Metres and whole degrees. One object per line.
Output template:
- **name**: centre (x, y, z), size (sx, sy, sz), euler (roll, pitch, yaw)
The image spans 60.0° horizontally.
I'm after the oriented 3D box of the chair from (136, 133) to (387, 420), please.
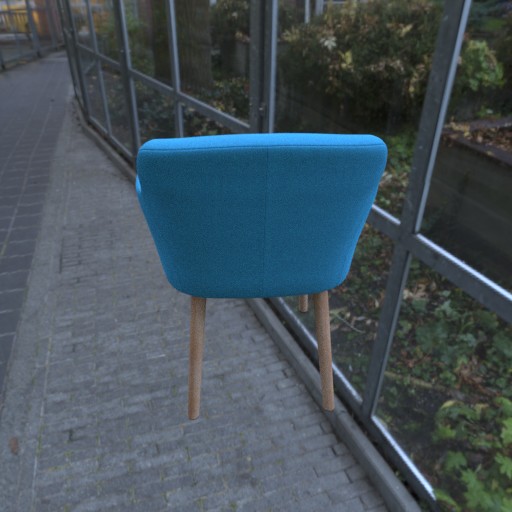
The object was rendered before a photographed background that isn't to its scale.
- **chair**: centre (0.000, 0.000, 1.182), size (0.570, 0.780, 0.540), euler (-2, 31, -4)
